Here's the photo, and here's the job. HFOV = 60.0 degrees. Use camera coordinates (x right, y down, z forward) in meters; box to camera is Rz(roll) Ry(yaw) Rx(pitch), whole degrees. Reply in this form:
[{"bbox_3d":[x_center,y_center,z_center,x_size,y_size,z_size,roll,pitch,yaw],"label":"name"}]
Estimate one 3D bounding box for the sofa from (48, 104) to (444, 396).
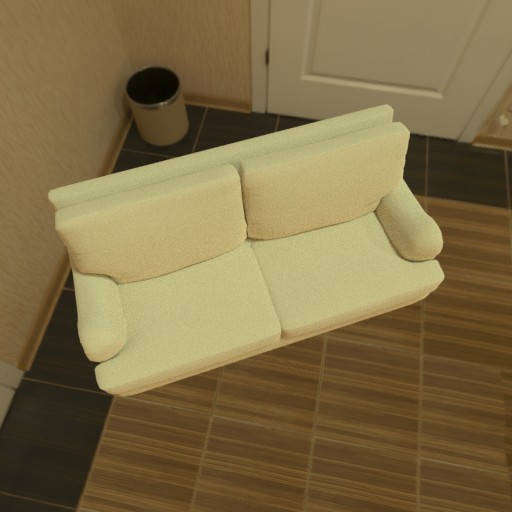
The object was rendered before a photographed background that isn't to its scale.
[{"bbox_3d":[0.000,0.000,2.764,2.159,1.087,1.086,-16,65,-8],"label":"sofa"}]
